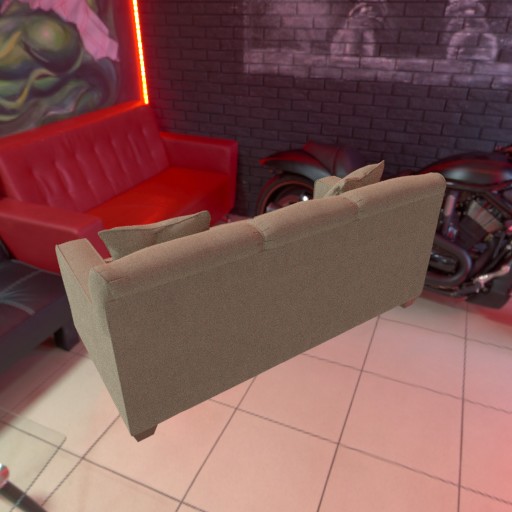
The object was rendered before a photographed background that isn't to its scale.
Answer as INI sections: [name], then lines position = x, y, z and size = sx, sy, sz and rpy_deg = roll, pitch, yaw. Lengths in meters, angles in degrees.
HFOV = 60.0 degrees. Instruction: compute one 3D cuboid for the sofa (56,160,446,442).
[sofa]
position = 0.000, 0.000, 2.606
size = 2.024, 0.958, 0.997
rpy_deg = -18, 34, -29
